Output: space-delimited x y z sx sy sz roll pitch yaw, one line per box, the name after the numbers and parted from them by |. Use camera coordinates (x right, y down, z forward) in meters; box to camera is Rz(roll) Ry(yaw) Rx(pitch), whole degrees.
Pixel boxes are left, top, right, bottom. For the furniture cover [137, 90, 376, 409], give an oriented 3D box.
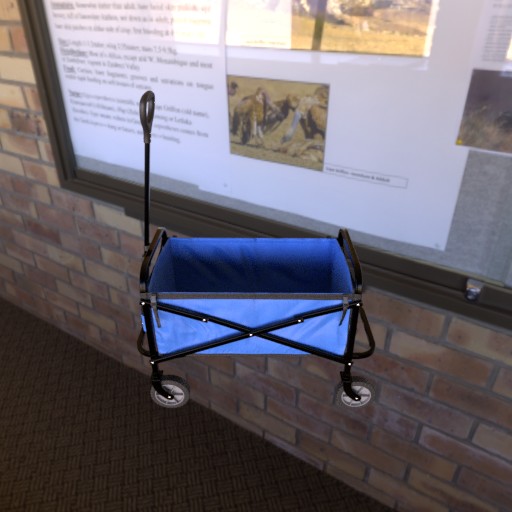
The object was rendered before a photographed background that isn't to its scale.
0.000 0.000 1.836 1.038 1.295 0.532 0 30 0 | furniture cover
